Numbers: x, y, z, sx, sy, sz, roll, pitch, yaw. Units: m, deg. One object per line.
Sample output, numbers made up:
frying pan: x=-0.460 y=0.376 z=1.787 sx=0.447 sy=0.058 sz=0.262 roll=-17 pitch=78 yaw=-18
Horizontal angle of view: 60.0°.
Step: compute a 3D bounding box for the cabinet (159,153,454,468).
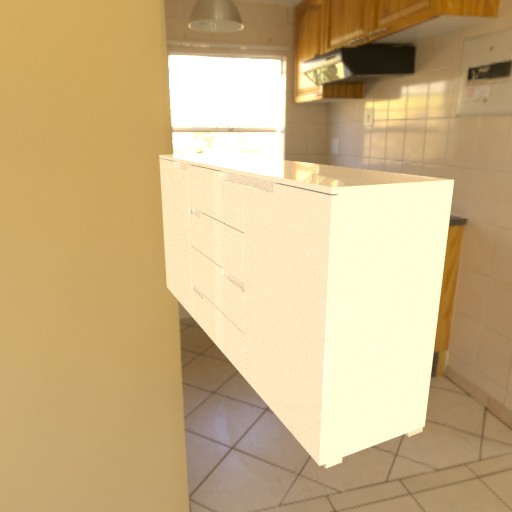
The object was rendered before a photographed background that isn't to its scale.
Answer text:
cabinet: x=0.000 y=0.000 z=1.944 sx=0.400 sy=0.800 sz=1.650 roll=-7 pitch=17 yaw=-25
